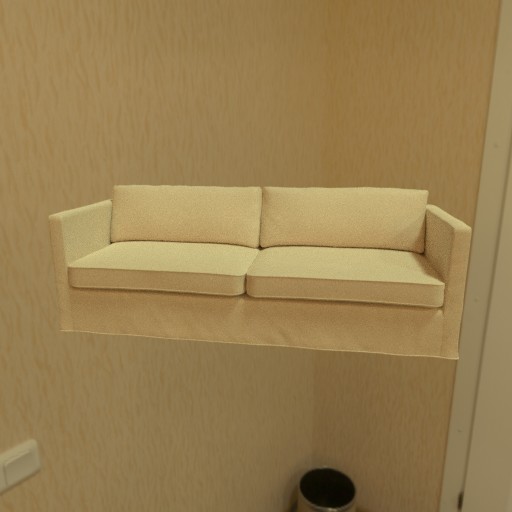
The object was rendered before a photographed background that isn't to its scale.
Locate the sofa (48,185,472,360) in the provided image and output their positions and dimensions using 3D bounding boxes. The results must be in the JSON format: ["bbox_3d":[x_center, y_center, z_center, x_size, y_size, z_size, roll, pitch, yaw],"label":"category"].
[{"bbox_3d":[0.000,0.000,3.360,2.779,0.999,1.036,2,15,9],"label":"sofa"}]
